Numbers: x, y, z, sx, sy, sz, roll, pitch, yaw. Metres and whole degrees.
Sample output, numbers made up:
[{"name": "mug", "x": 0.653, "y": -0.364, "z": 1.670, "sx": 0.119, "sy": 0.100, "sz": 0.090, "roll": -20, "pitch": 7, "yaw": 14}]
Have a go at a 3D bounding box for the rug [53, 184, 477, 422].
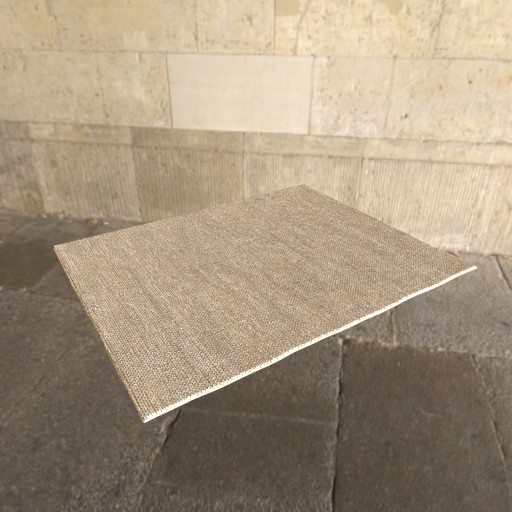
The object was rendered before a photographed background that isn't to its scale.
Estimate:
[{"name": "rug", "x": 0.000, "y": 0.000, "z": 4.051, "sx": 3.052, "sy": 0.030, "sz": 2.429, "roll": -18, "pitch": 34, "yaw": -28}]
